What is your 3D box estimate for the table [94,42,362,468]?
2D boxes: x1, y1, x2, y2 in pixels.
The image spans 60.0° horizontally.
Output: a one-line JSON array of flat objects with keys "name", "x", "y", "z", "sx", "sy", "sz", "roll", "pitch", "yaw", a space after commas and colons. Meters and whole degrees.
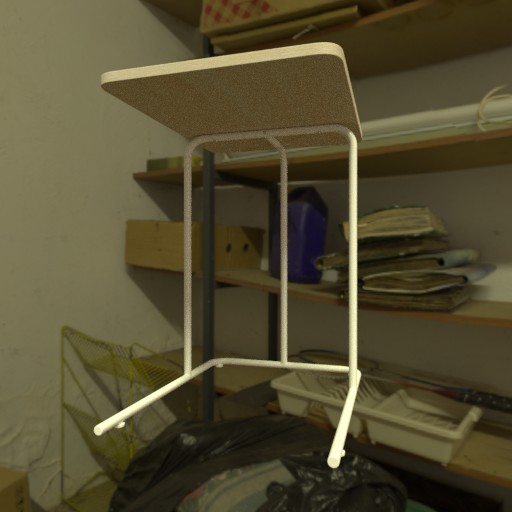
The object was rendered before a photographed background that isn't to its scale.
[{"name": "table", "x": 0.000, "y": 0.000, "z": 0.845, "sx": 0.370, "sy": 0.550, "sz": 0.480, "roll": 0, "pitch": 0, "yaw": 17}]
